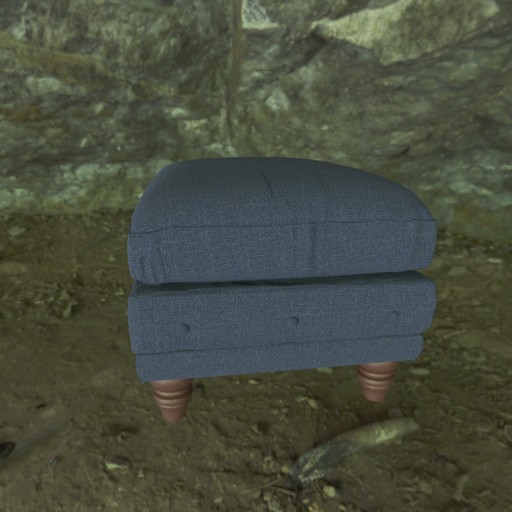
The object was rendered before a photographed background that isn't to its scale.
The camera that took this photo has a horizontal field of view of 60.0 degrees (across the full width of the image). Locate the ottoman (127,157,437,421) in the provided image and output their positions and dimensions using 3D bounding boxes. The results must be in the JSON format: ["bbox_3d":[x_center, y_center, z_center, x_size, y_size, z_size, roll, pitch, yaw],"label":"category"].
[{"bbox_3d":[0.000,0.000,1.127,0.558,0.486,0.767,-2,15,-9],"label":"ottoman"}]
